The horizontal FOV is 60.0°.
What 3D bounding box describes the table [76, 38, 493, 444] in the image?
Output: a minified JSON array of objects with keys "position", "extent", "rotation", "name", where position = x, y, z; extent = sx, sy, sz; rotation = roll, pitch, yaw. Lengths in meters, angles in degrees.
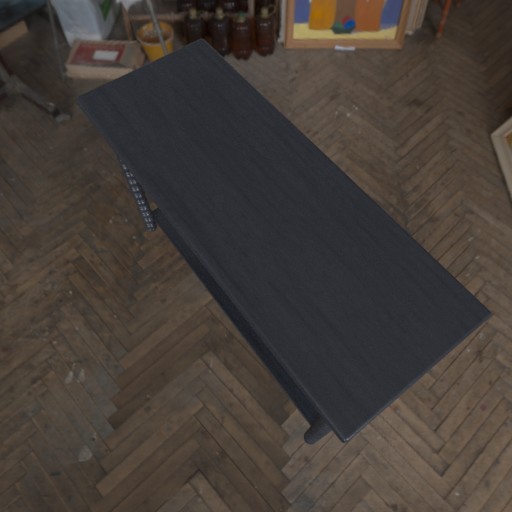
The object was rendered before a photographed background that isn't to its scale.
[{"position":[0.000,0.000,1.477],"extent":[0.459,0.735,1.184],"rotation":[-34,67,-16],"name":"table"}]
